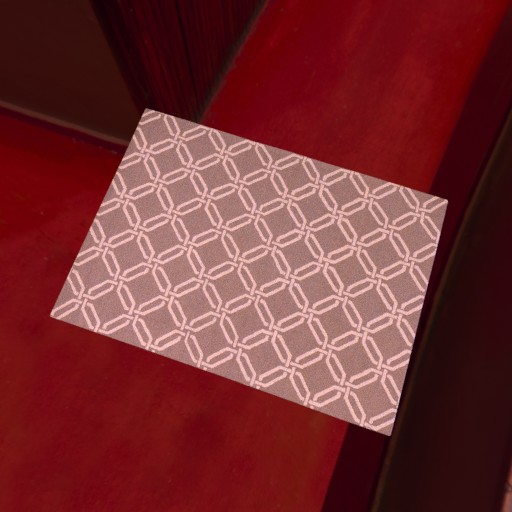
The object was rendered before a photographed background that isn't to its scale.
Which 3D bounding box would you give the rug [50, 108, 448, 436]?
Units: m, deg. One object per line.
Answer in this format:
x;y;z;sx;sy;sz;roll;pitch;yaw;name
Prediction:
0.000;0.000;4.473;3.419;0.020;2.441;18;75;5;rug
